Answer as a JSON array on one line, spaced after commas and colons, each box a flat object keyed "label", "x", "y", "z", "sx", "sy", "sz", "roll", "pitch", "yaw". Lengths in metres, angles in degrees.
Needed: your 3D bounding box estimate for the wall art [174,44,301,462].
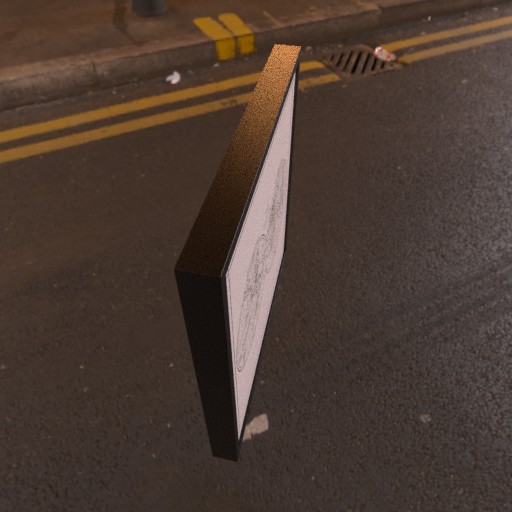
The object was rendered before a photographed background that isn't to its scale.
[{"label": "wall art", "x": 0.000, "y": 0.000, "z": 0.483, "sx": 0.029, "sy": 0.318, "sz": 0.327, "roll": 9, "pitch": 48, "yaw": 8}]
